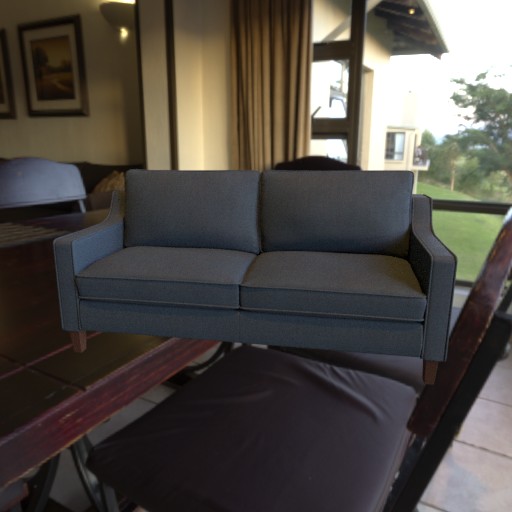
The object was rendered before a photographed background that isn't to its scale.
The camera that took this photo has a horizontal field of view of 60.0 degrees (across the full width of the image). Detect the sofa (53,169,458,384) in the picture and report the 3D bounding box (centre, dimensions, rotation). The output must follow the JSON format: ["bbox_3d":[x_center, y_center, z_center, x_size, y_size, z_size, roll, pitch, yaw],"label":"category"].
[{"bbox_3d":[0.000,0.000,2.850,2.178,1.071,1.066,3,15,10],"label":"sofa"}]
